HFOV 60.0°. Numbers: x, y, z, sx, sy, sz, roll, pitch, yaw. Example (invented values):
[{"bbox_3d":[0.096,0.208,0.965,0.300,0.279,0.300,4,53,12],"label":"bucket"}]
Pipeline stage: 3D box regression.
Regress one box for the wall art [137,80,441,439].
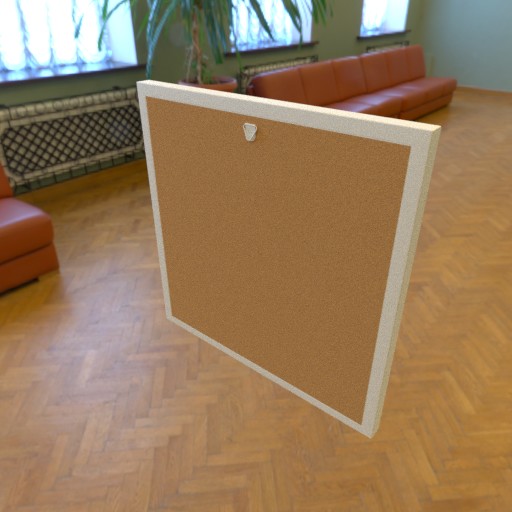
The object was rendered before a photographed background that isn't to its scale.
[{"bbox_3d":[0.000,0.000,1.125,0.761,0.762,0.050,22,37,33],"label":"wall art"}]
